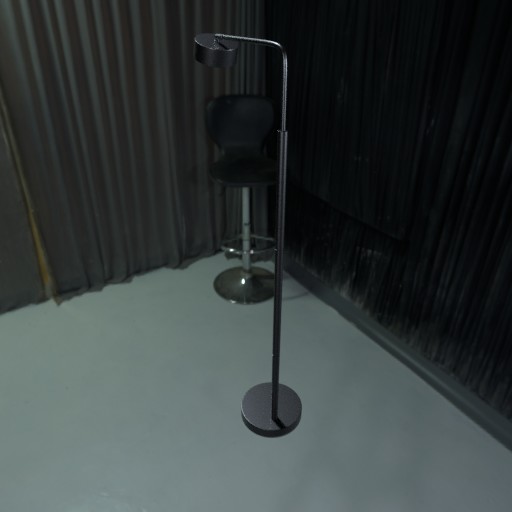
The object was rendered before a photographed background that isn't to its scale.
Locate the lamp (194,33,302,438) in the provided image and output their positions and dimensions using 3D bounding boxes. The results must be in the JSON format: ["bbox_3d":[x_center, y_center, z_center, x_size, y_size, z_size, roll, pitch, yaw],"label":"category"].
[{"bbox_3d":[0.000,0.000,1.384,0.219,1.230,0.418,-19,35,-29],"label":"lamp"}]
